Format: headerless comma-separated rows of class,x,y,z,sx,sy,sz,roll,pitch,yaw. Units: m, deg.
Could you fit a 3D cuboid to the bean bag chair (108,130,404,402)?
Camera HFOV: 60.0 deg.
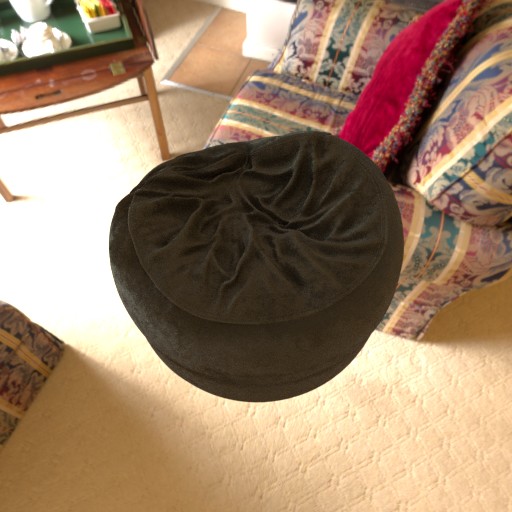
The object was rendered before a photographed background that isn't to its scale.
bean bag chair,0.000,0.000,1.520,0.918,0.605,0.918,0,58,0
